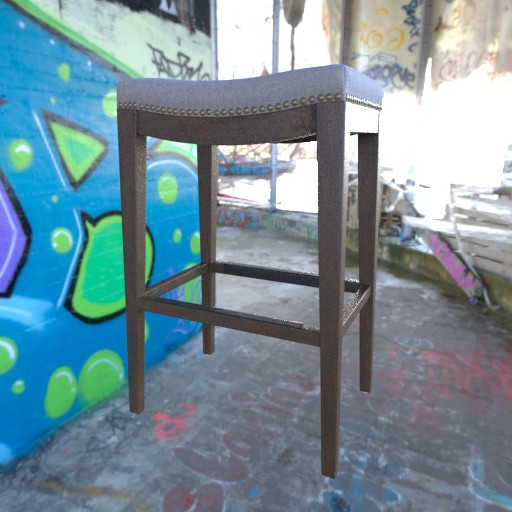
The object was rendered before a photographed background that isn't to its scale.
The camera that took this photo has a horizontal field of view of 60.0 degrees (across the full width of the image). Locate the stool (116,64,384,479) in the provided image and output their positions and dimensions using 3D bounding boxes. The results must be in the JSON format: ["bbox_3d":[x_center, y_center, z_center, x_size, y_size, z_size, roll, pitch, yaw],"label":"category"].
[{"bbox_3d":[0.000,0.000,1.021,0.508,0.762,0.356,7,17,25],"label":"stool"}]
